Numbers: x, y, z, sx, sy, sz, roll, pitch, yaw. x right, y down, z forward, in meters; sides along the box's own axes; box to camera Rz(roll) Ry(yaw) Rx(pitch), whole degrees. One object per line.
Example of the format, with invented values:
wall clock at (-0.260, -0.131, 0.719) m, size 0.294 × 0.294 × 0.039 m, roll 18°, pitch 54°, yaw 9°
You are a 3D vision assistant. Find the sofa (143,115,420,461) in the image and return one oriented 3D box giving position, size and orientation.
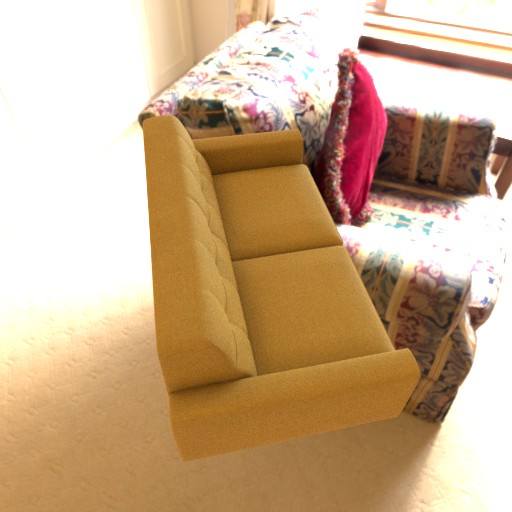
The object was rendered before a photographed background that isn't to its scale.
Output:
sofa at (0.000, 0.000, 2.135) m, size 0.909 × 0.841 × 1.631 m, roll -9°, pitch 48°, yaw -8°
